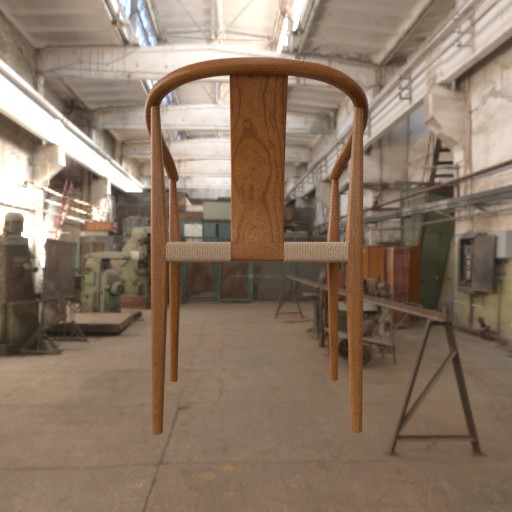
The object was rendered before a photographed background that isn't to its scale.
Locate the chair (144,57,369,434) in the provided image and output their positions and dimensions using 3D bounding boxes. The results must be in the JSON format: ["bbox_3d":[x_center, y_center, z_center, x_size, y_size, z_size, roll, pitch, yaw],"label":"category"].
[{"bbox_3d":[0.000,0.000,1.169,0.556,0.800,0.579,0,0,-1],"label":"chair"}]
